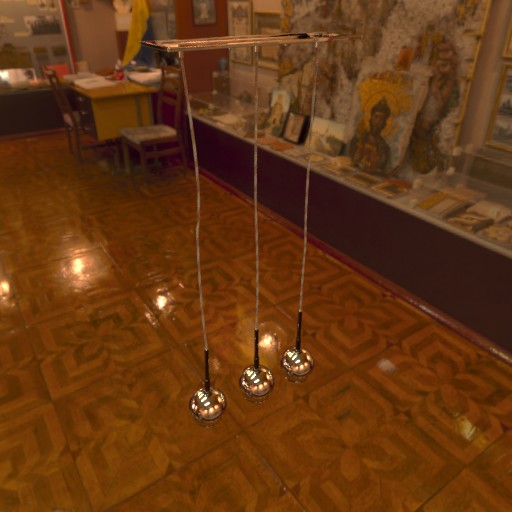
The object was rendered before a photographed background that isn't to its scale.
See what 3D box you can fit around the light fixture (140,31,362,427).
[{"bbox_3d":[0.000,0.000,1.593,0.623,1.408,0.188,-18,35,-27],"label":"light fixture"}]
